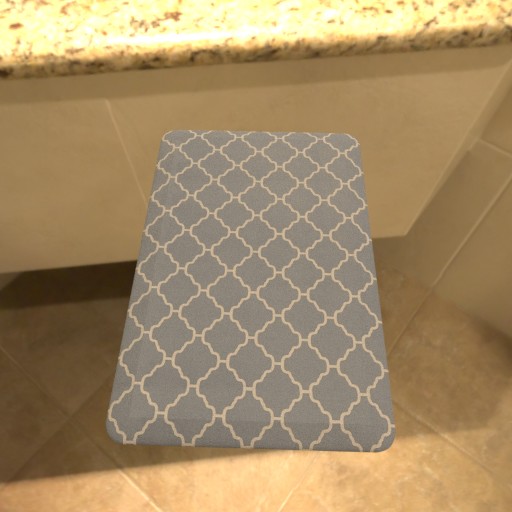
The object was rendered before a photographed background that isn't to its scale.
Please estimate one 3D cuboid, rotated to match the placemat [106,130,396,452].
[{"bbox_3d":[0.000,0.000,0.949,0.508,0.021,0.762,1,59,1],"label":"placemat"}]
